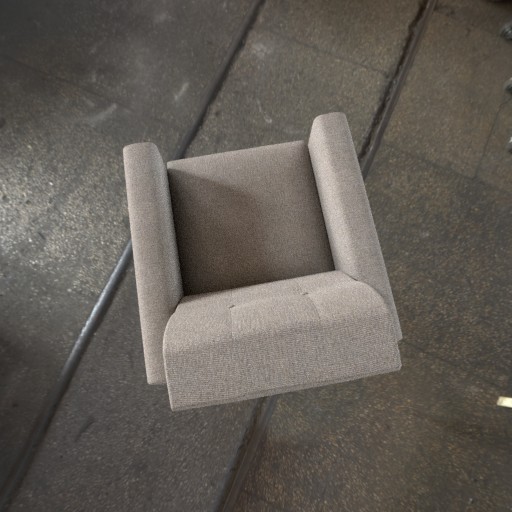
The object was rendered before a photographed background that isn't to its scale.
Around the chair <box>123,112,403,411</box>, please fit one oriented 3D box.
[{"bbox_3d":[0.000,0.000,1.648,0.845,0.968,0.942,-10,76,-2],"label":"chair"}]
